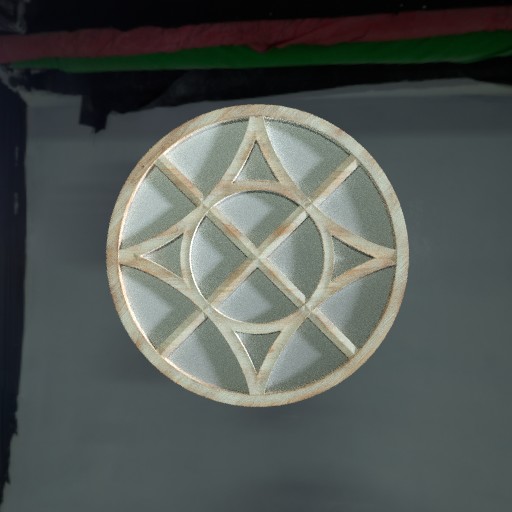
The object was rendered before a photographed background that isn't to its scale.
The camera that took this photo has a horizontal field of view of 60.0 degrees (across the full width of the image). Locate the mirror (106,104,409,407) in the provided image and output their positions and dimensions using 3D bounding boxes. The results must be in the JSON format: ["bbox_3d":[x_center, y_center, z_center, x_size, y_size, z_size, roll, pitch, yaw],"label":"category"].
[{"bbox_3d":[0.000,0.000,1.060,0.710,0.710,0.038,0,1,2],"label":"mirror"}]
